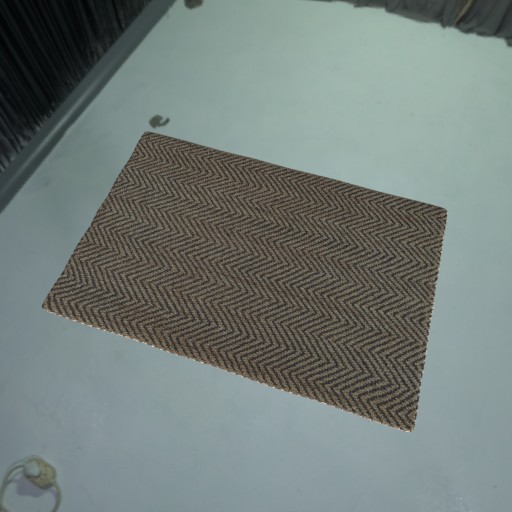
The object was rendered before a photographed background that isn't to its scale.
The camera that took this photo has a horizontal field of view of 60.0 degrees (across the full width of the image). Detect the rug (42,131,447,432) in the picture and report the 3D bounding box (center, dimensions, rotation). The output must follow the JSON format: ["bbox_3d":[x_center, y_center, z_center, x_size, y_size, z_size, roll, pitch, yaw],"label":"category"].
[{"bbox_3d":[0.000,0.000,2.304,1.828,0.008,1.219,16,64,8],"label":"rug"}]
